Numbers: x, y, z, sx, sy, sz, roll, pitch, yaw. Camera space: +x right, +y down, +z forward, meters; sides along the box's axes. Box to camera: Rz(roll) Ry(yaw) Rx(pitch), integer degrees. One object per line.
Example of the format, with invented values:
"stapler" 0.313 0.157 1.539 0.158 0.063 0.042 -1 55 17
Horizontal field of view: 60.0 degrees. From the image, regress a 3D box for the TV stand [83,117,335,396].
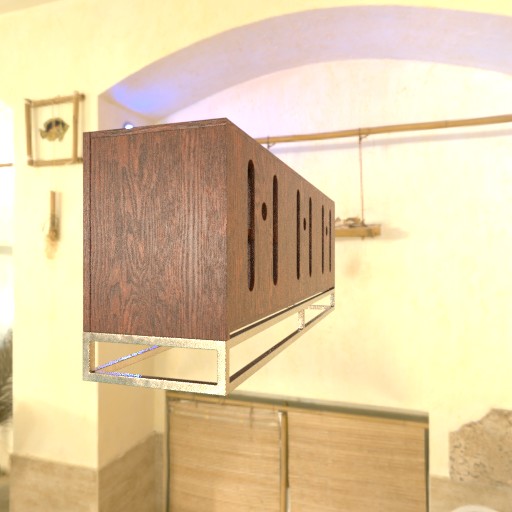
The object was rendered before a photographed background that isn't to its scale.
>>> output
"TV stand" 0.000 0.000 1.708 0.382 0.578 1.541 0 0 18
